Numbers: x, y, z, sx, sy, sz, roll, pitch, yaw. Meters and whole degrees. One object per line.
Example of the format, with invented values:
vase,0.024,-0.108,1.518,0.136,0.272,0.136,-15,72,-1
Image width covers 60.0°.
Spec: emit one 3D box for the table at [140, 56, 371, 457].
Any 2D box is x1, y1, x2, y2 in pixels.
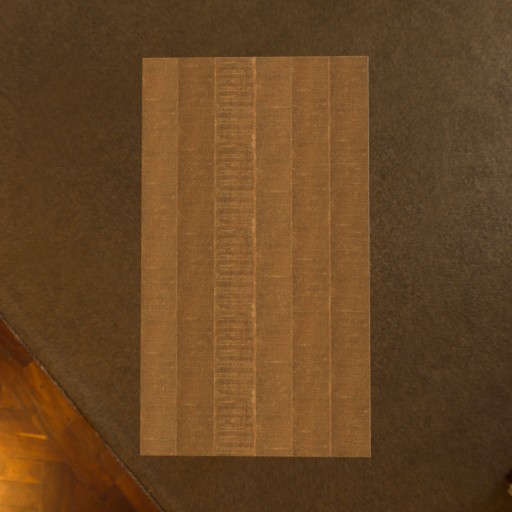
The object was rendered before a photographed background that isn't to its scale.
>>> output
table,0.000,0.000,1.772,0.800,0.440,1.400,0,89,1
